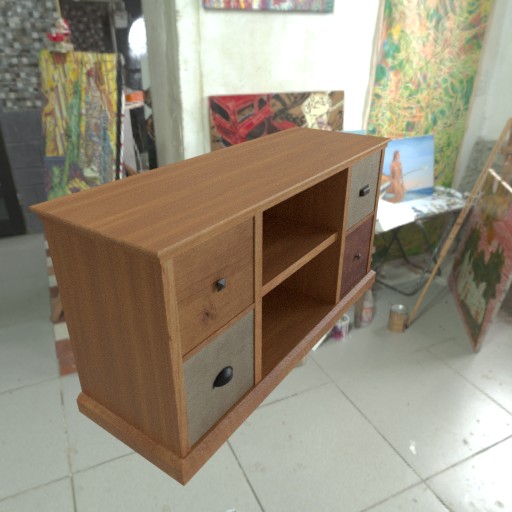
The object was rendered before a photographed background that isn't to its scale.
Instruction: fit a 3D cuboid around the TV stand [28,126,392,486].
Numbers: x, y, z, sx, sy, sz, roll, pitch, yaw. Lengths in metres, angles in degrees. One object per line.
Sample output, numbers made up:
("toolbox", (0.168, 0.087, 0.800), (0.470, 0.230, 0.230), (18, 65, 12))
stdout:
("TV stand", (0.000, 0.000, 1.445), (0.417, 0.607, 1.181), (17, 31, 31))
